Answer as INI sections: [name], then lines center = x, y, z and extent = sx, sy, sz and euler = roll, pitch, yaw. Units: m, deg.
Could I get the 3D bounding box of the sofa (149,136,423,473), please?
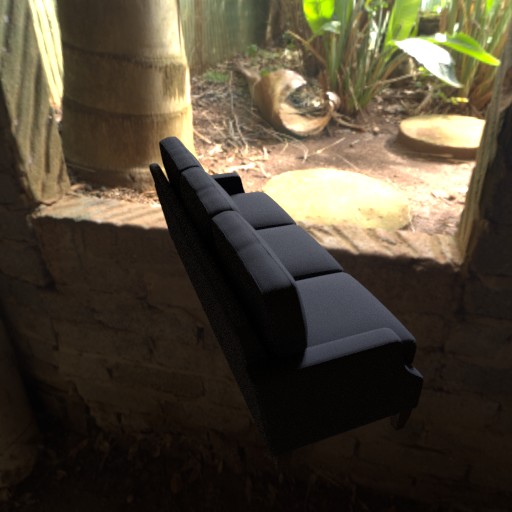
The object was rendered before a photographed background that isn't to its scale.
[sofa]
center = 0.000, 0.000, 2.625
extent = 0.888, 0.984, 2.115
euler = -11, 32, -18
